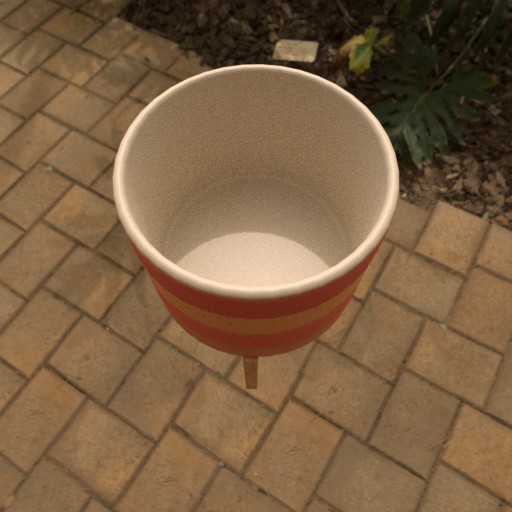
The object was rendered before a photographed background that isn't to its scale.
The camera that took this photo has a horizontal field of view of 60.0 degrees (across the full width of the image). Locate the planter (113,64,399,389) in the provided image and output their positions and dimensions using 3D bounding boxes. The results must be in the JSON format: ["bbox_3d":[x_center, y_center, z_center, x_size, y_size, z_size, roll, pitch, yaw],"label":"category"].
[{"bbox_3d":[0.000,0.000,0.566,0.269,0.379,0.269,0,64,0],"label":"planter"}]
